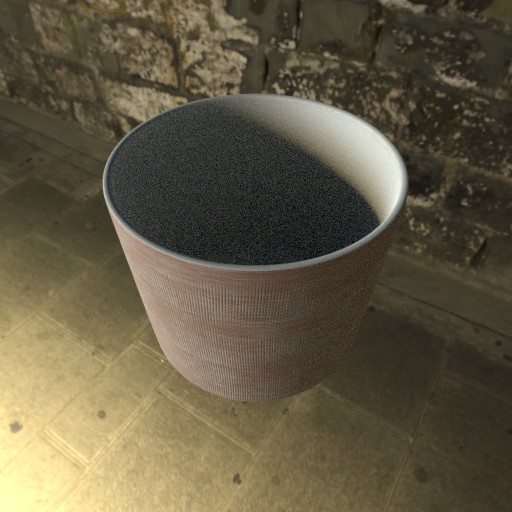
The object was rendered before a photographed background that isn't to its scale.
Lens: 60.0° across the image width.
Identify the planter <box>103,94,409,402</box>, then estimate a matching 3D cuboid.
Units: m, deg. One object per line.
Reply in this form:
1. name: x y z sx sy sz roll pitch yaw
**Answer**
1. planter: 0.000 0.000 0.794 0.440 0.398 0.440 0 45 0
